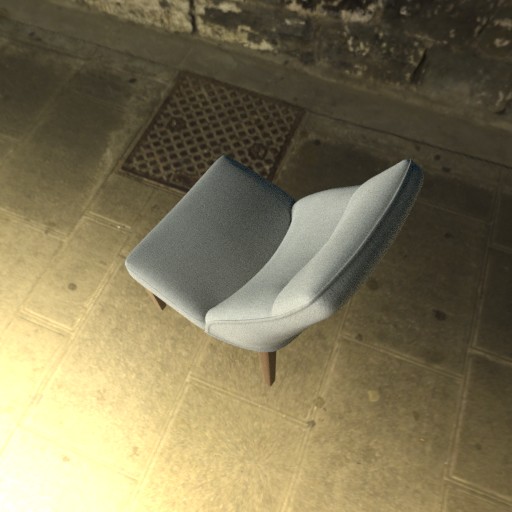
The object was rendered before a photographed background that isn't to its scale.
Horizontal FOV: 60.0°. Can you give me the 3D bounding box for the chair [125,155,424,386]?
[{"bbox_3d":[0.000,0.000,1.294,0.620,0.930,0.500,33,69,14],"label":"chair"}]
